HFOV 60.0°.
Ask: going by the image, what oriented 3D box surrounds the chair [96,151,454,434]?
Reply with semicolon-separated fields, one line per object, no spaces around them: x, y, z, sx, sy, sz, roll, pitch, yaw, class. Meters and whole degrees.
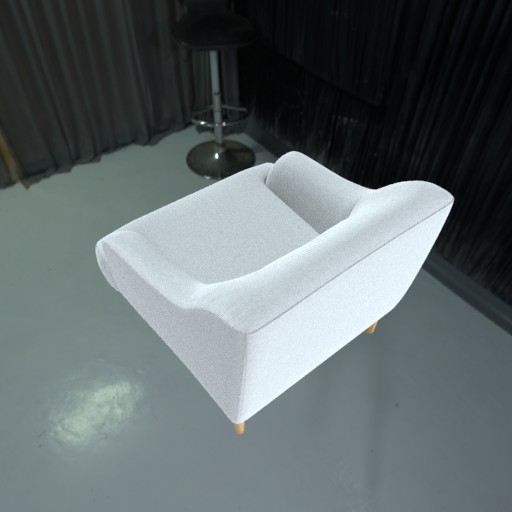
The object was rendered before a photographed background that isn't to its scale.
0.000;0.000;1.685;0.946;0.818;0.951;-30;53;-25;chair
